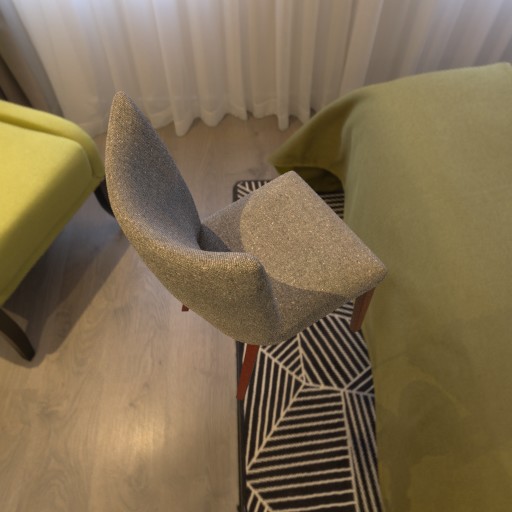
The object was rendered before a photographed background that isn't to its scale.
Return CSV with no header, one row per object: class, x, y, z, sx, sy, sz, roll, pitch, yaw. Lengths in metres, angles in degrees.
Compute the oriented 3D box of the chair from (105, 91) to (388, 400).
chair,0.000,0.000,1.261,0.623,0.924,0.535,-29,62,-17
